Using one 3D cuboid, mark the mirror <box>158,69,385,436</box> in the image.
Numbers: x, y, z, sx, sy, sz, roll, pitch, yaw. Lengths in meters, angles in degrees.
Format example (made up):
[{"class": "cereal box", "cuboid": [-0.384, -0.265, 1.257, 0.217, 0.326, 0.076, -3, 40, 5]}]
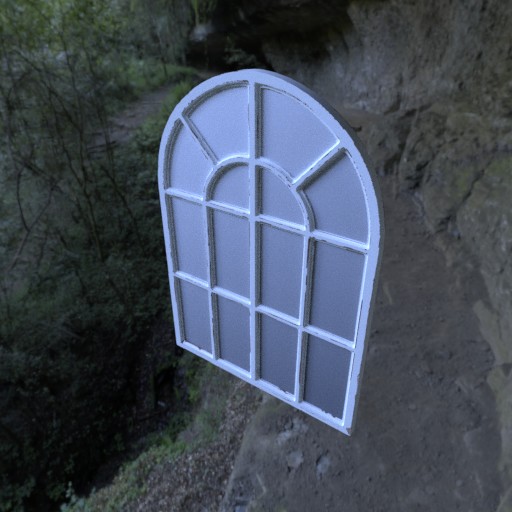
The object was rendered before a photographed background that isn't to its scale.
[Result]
[{"class": "mirror", "cuboid": [0.000, 0.000, 1.179, 0.660, 0.920, 0.032, 19, 35, 30]}]
